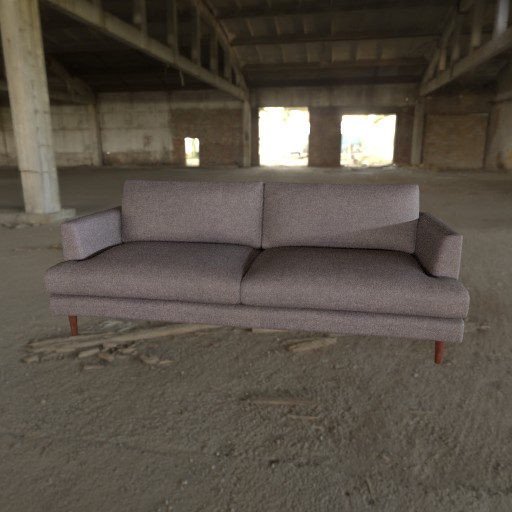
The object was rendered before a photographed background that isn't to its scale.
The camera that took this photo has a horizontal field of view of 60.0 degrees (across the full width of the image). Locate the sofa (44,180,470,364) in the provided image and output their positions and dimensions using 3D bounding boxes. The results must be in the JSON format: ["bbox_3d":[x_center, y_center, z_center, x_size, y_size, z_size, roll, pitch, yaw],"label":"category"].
[{"bbox_3d":[0.000,0.000,2.761,2.250,0.868,1.020,2,14,9],"label":"sofa"}]
